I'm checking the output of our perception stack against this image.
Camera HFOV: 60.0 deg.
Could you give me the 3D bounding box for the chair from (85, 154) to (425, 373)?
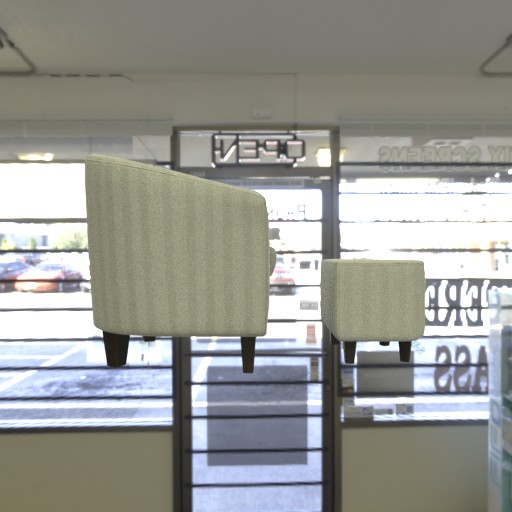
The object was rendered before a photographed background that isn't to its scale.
[{"bbox_3d":[0.000,0.000,1.740,1.288,0.757,0.756,0,0,1],"label":"chair"}]
